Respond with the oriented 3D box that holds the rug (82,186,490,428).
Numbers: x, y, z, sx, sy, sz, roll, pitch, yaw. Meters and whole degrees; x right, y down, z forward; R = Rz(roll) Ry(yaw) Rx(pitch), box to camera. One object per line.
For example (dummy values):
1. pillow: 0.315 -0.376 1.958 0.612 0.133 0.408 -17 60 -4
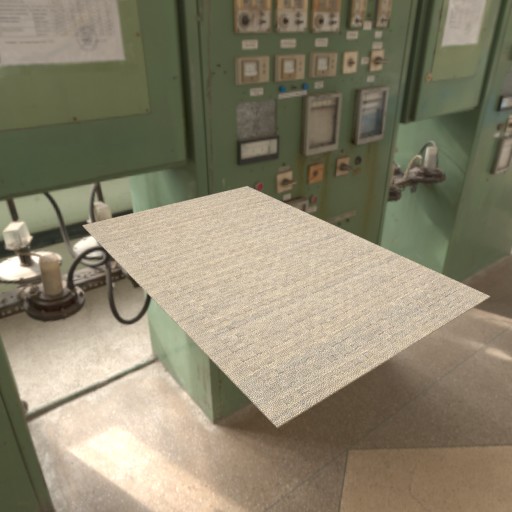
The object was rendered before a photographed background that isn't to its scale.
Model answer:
1. rug: 0.000 0.000 2.178 1.142 0.006 1.752 -19 33 -32
